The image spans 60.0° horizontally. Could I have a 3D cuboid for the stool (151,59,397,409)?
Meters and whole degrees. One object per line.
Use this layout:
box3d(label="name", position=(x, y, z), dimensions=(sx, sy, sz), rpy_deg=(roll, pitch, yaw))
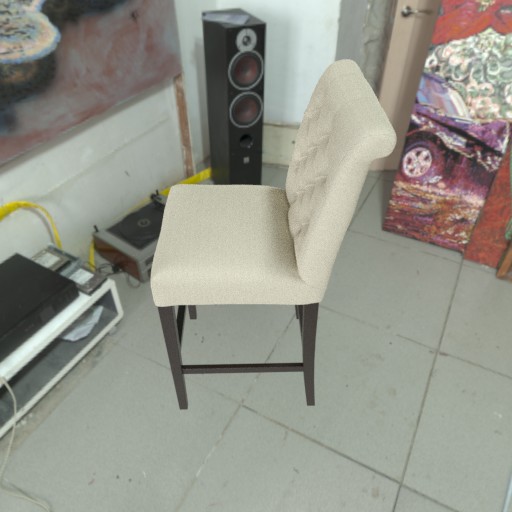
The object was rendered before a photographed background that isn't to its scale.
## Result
box3d(label="stool", position=(0.000, 0.000, 1.464), dimensions=(0.610, 1.118, 0.482), rpy_deg=(-1, 41, -1))
